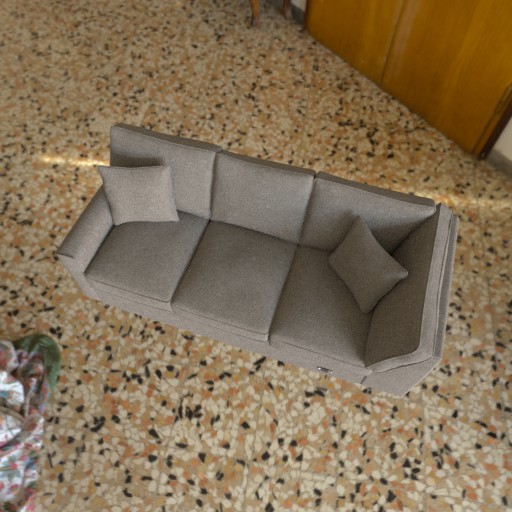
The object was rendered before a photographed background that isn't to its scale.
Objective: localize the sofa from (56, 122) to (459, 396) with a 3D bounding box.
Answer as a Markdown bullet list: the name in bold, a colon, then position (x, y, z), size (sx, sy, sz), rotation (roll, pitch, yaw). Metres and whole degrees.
- **sofa**: position (0.000, 0.000, 2.908), size (2.317, 0.962, 1.061), rotation (16, 59, 10)
